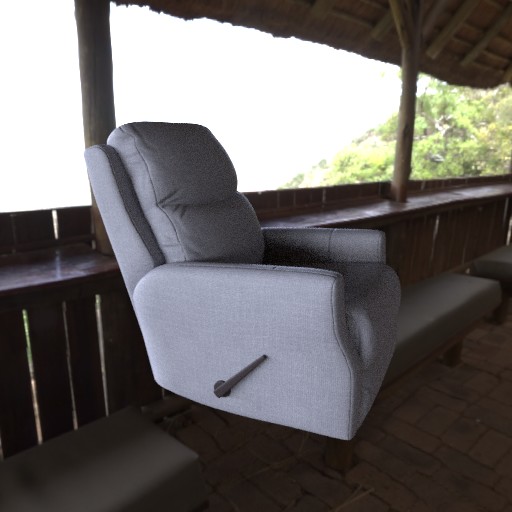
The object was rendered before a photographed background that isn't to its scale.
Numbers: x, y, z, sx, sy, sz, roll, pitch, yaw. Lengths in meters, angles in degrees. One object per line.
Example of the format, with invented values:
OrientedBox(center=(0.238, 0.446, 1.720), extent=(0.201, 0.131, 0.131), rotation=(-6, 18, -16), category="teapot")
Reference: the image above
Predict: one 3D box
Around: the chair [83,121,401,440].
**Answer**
OrientedBox(center=(0.000, 0.000, 1.759), extent=(1.080, 1.030, 0.829), rotation=(7, 17, 25), category="chair")
